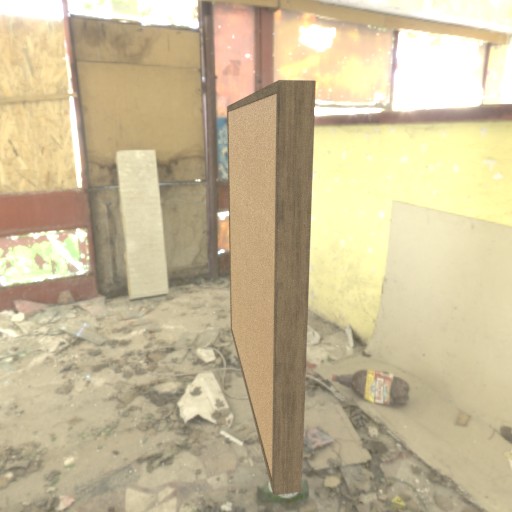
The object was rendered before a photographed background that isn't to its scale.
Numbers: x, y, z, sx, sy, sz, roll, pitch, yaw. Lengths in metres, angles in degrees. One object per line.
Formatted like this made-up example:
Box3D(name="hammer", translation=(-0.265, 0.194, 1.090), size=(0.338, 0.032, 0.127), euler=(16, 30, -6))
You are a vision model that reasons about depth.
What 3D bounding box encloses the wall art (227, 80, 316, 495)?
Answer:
Box3D(name="wall art", translation=(0.000, 0.000, 0.755), size=(0.038, 0.508, 0.508), euler=(-3, 16, -9))
